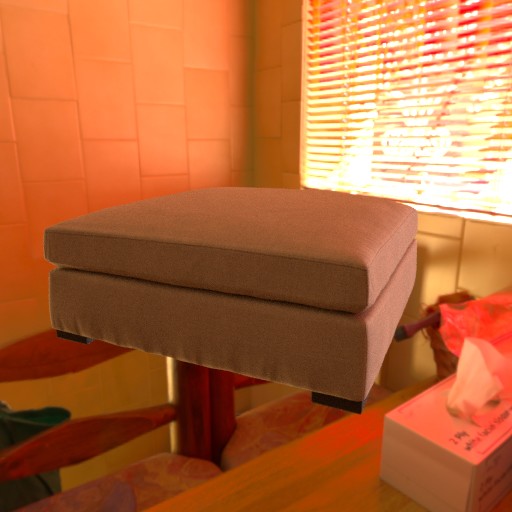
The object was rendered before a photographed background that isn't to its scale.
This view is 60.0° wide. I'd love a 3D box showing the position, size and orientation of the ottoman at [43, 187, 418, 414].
[{"bbox_3d":[0.000,0.000,1.855,1.203,0.517,1.171,7,16,24],"label":"ottoman"}]
